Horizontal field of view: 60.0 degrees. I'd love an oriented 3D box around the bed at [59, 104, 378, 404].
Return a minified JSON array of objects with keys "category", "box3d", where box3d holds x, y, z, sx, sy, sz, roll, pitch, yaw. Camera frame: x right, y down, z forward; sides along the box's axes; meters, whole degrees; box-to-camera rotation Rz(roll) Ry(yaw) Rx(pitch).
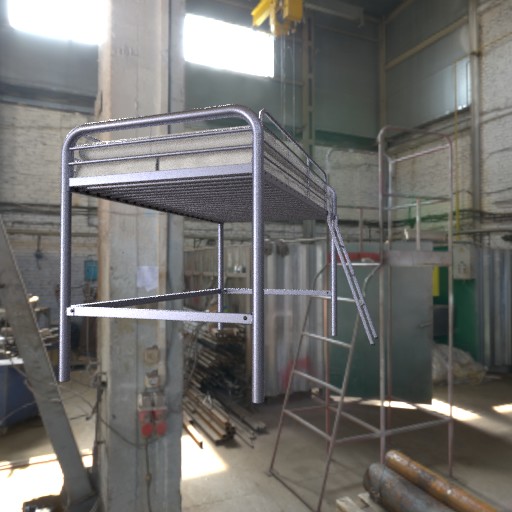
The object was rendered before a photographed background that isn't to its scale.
[{"category":"bed","box3d":[0.000,0.000,2.915,1.415,1.288,1.965,0,-1,20]}]
